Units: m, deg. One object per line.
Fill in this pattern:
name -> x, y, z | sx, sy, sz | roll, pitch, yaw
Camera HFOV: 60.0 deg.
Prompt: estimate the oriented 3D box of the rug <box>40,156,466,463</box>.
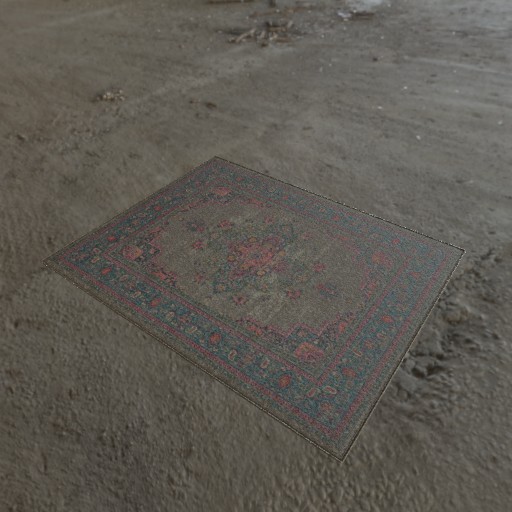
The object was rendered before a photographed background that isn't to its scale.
rug -> 0.000, 0.000, 4.052 | 3.057, 0.013, 2.434 | 26, 47, 27
